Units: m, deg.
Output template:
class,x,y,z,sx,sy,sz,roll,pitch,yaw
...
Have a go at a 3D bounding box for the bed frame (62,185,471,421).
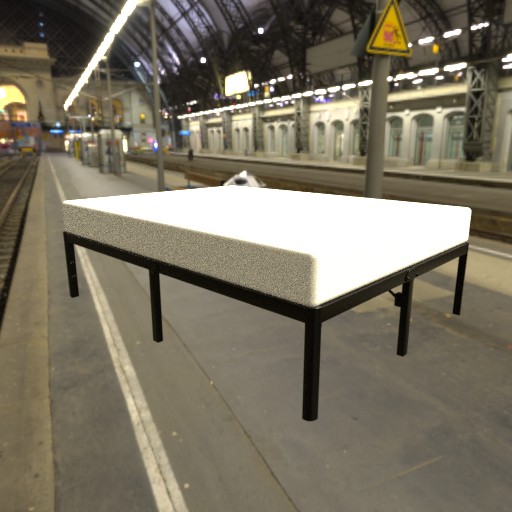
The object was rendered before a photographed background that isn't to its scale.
class,x,y,z,sx,sy,sz,roll,pitch,yaw
bed frame,0.000,0.000,2.812,2.072,0.659,1.557,13,19,42
